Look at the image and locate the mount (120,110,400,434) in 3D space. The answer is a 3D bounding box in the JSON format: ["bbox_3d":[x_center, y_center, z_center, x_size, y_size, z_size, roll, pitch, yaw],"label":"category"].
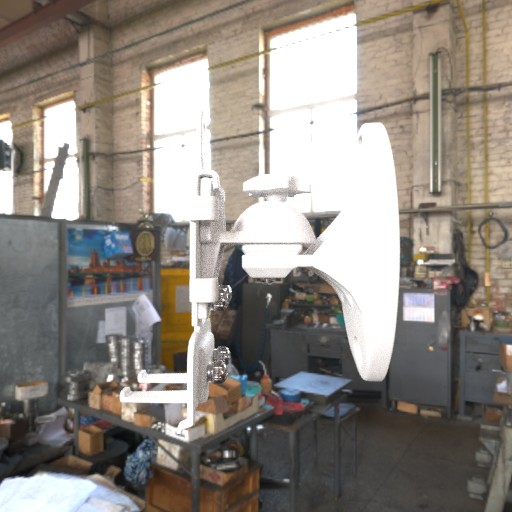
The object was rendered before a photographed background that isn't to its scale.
[{"bbox_3d":[0.000,0.000,0.180,0.100,0.118,0.066,0,0,-1],"label":"mount"}]
